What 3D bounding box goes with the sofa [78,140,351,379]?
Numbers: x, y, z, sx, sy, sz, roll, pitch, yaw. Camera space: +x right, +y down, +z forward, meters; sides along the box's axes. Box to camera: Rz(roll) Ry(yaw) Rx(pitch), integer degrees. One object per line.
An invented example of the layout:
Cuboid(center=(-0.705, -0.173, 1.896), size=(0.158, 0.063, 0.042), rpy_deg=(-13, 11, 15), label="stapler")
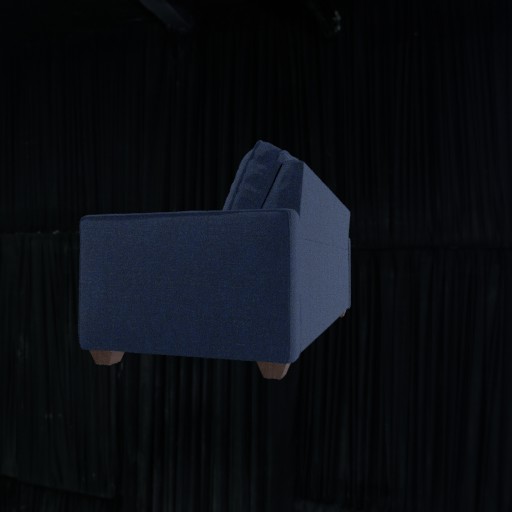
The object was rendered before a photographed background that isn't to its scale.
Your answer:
Cuboid(center=(0.000, 0.000, 2.658), size=(0.940, 0.919, 2.080), rpy_deg=(0, -1, 18), label="sofa")
